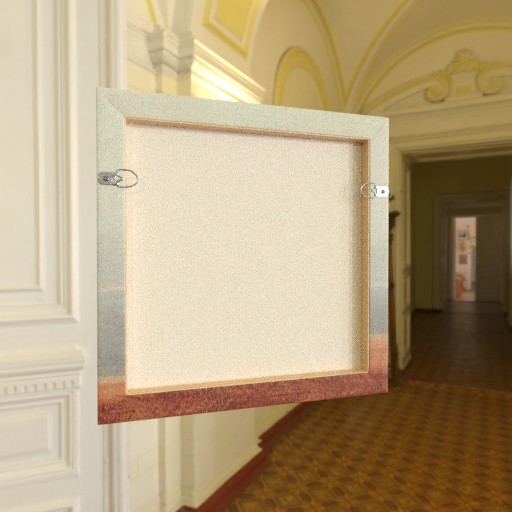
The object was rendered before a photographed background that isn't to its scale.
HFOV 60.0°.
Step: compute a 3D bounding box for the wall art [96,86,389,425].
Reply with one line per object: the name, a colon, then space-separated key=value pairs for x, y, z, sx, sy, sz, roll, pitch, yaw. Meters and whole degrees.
wall art: x=0.000 y=0.000 z=0.599 sx=0.405 sy=0.405 sz=0.023 roll=0 pitch=1 yaw=-18
